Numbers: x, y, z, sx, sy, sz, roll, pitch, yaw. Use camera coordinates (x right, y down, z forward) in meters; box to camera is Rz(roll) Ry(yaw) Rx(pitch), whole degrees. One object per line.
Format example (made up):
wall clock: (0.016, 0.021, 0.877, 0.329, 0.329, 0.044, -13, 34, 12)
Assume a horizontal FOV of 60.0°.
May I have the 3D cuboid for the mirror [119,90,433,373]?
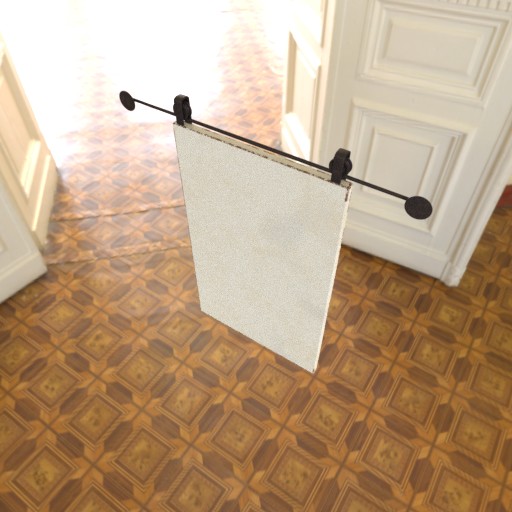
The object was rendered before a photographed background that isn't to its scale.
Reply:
mirror: (0.000, 0.000, 1.257, 0.808, 0.844, 0.037, 25, 52, 22)
